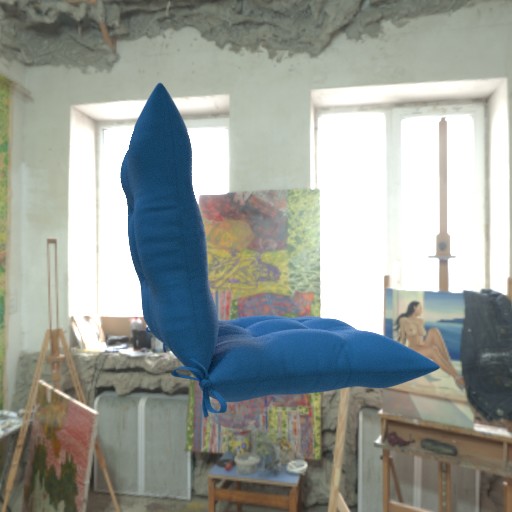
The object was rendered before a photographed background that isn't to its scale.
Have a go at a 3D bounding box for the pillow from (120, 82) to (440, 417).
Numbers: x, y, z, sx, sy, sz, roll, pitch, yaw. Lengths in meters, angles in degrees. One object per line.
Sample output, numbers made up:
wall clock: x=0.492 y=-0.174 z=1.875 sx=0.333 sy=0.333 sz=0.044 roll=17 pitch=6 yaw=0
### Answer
pillow: x=0.000 y=0.000 z=0.993 sx=0.585 sy=0.536 sz=0.541 roll=0 pitch=-1 yaw=-19
